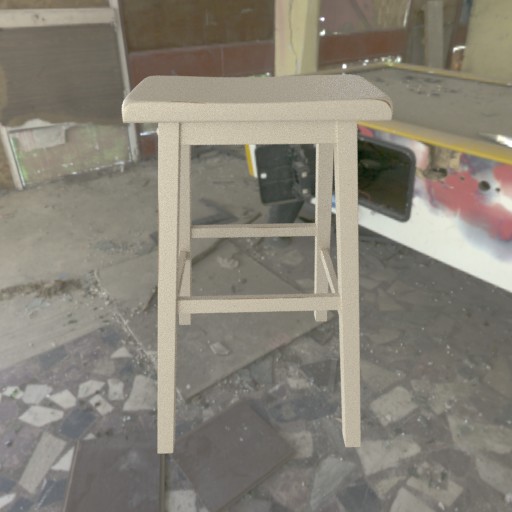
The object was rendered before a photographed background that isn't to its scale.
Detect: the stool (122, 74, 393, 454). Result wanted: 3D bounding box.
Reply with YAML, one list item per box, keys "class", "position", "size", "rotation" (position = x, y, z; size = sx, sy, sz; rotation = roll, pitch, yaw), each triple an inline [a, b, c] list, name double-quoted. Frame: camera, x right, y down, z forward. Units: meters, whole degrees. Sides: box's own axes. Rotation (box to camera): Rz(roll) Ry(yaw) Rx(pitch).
- class: "stool"
  position: [0.000, 0.000, 1.010]
  size: [0.457, 0.737, 0.476]
  rotation: [-1, 31, -2]
